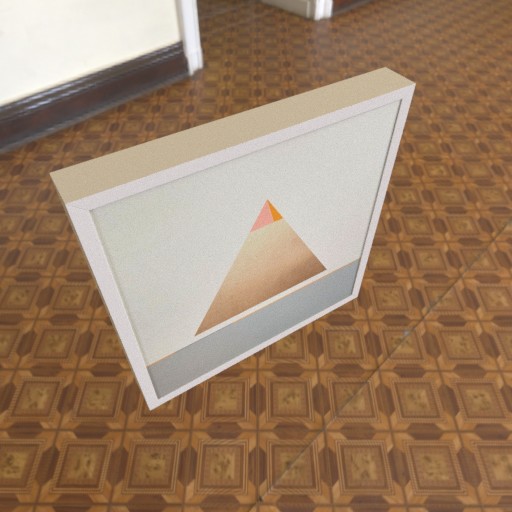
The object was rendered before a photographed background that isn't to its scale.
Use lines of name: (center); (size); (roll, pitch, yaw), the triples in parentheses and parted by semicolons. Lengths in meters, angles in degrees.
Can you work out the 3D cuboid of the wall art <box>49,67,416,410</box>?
wall art: (0.000, 0.000, 0.455); (0.305, 0.304, 0.038); (-25, 52, -21)
